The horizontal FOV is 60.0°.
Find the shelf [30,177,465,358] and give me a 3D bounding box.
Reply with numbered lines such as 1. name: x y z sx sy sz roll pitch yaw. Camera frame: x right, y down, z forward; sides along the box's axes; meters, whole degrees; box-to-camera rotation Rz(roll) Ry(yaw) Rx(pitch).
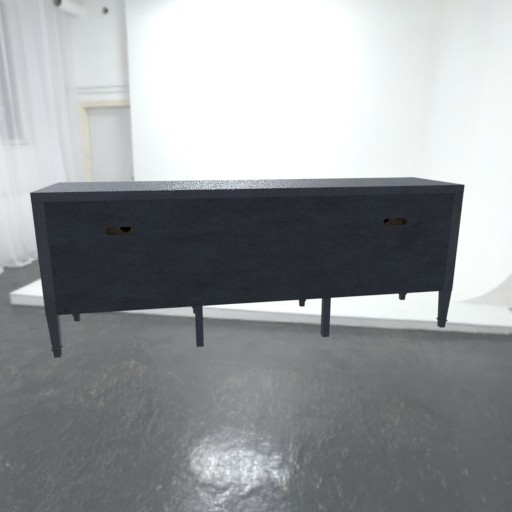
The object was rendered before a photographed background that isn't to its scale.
1. shelf: 0.000 0.000 2.205 1.878 0.715 0.471 -3 15 -10
